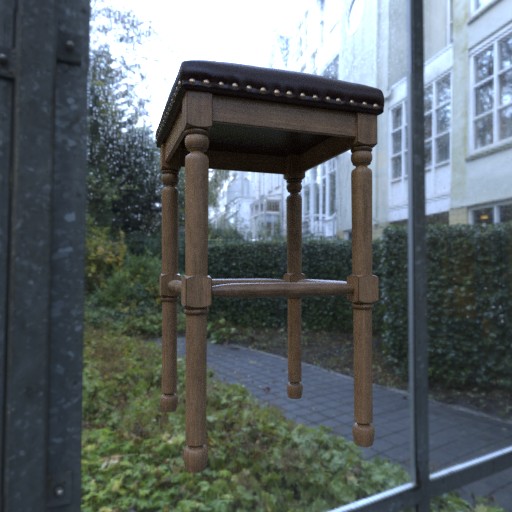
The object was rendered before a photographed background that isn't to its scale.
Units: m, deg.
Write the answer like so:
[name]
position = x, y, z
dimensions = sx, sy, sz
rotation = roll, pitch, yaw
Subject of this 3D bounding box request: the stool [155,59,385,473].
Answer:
[stool]
position = 0.000, 0.000, 0.931
dimensions = 0.382, 0.702, 0.383
rotation = 1, -2, -19
